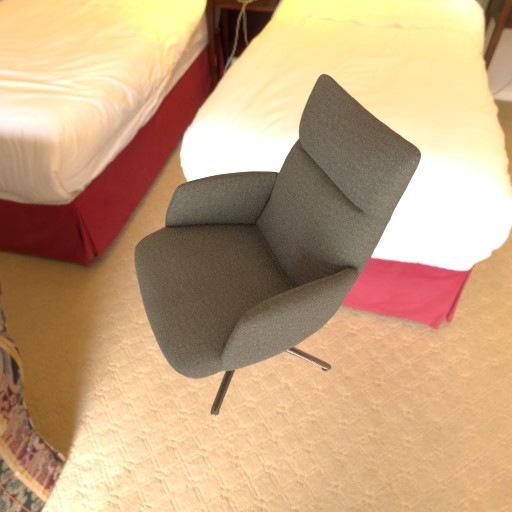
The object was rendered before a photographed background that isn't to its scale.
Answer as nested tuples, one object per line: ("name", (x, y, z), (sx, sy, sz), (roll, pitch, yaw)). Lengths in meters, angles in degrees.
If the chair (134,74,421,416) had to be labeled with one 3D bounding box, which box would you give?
("chair", (0.000, 0.000, 1.569), (0.831, 0.984, 0.702), (-17, 48, -16))
